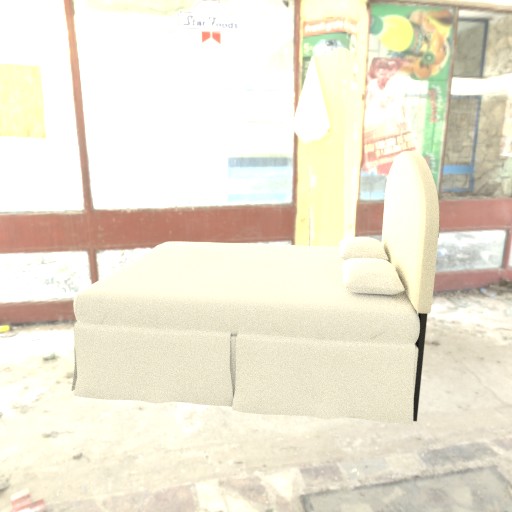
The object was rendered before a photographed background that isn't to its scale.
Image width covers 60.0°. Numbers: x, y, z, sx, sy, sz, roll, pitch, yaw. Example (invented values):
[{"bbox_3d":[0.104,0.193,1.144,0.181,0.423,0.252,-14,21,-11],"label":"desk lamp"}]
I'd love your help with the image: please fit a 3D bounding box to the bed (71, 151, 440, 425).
[{"bbox_3d":[0.000,0.000,3.057,2.005,1.410,1.607,2,14,9],"label":"bed"}]
